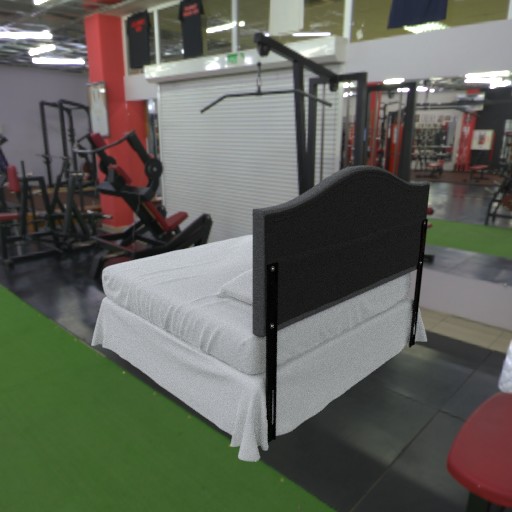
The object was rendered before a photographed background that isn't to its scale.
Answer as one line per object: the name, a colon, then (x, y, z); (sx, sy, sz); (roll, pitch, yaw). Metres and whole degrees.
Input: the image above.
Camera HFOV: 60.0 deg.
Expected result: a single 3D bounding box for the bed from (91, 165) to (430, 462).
bed: (0.000, 0.000, 3.868); (2.314, 1.651, 2.219); (-15, 21, -42)
